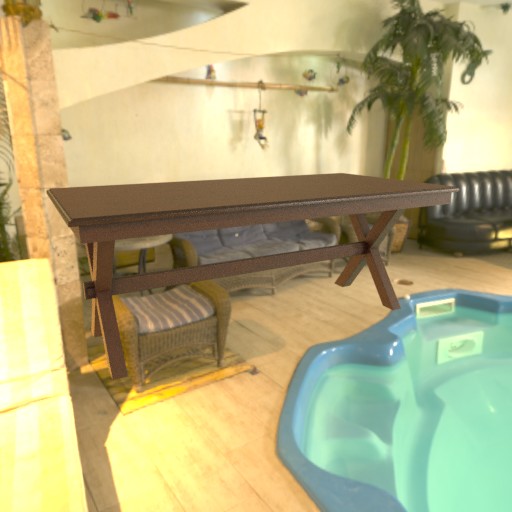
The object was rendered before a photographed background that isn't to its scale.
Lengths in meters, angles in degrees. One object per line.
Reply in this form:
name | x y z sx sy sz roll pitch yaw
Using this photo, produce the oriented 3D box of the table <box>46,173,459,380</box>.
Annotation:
table | 0.000 0.000 1.494 1.197 0.459 0.594 -8 18 -27
